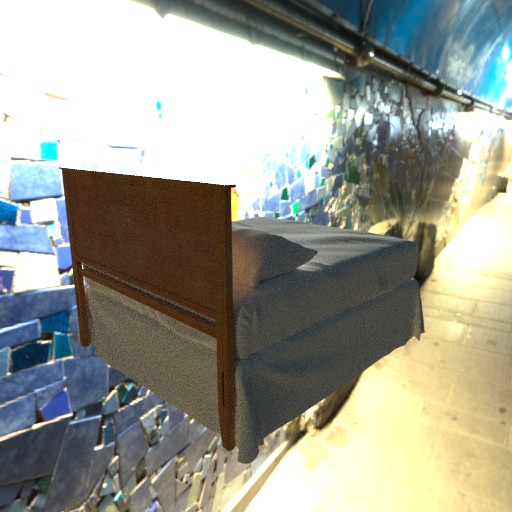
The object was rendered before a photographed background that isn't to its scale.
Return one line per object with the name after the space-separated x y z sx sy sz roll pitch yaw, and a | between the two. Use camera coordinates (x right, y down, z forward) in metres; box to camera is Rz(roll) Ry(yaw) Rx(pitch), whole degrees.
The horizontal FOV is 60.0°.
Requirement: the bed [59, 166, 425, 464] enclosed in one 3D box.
0.000 0.000 3.177 1.870 1.273 2.035 14 21 43 | bed
